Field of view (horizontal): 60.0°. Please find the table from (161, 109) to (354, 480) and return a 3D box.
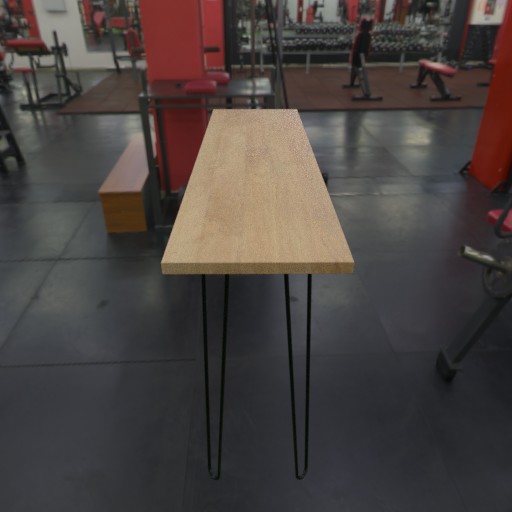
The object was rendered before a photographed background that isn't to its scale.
[{"bbox_3d":[0.000,0.000,1.717,0.399,0.799,1.400,0,31,0],"label":"table"}]
